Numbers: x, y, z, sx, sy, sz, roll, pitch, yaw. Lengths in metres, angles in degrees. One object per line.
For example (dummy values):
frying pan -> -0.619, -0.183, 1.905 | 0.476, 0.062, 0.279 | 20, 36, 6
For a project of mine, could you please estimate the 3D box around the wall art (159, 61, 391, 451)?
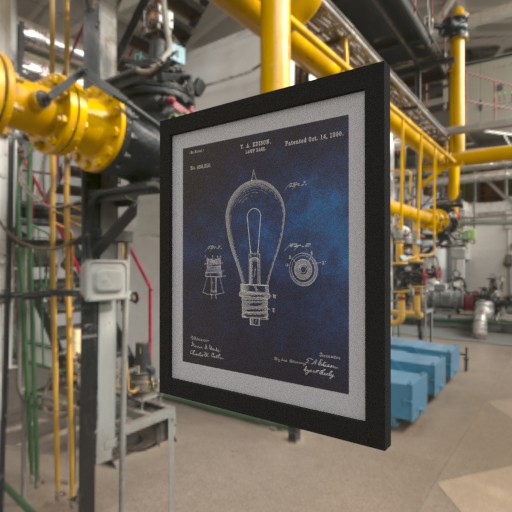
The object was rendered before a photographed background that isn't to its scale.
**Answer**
wall art -> 0.000, 0.000, 0.708 | 0.428, 0.505, 0.023 | 0, -1, 36
